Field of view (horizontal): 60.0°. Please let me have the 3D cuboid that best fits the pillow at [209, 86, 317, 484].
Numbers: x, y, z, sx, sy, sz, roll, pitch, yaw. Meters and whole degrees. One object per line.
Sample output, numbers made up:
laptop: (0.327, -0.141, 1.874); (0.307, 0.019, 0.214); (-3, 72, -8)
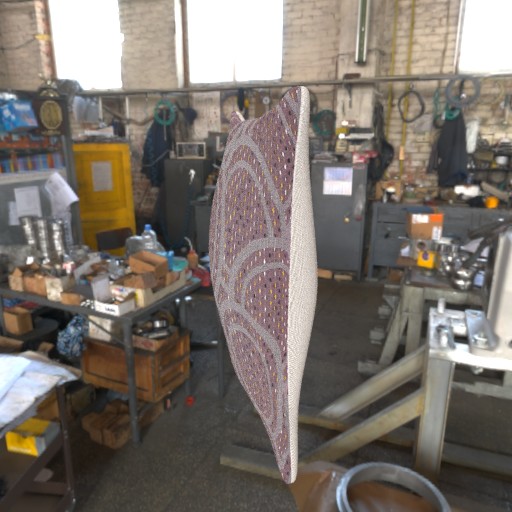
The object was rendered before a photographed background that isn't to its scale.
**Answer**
pillow: (0.000, 0.000, 0.779); (0.163, 0.513, 0.514); (-3, 16, -10)
